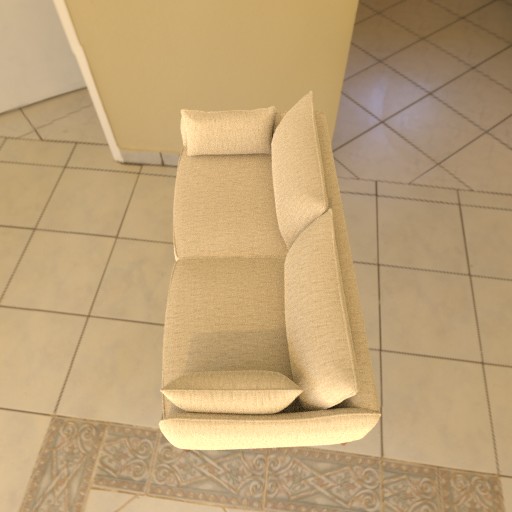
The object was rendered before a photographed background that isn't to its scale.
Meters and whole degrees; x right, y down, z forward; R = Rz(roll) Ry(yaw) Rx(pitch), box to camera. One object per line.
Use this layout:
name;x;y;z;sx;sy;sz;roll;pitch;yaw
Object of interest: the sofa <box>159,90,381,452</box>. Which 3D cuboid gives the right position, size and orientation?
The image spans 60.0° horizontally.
sofa;0.000;0.000;2.522;0.991;0.860;1.989;-2;58;-1
